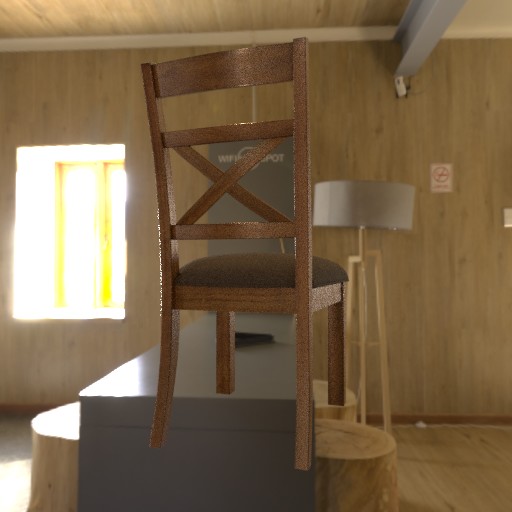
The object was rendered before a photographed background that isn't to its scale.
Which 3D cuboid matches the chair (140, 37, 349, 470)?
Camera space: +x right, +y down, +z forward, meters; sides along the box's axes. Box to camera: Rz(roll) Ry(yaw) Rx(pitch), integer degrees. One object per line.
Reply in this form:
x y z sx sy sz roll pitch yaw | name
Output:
0.000 0.000 1.269 0.470 0.949 0.581 0 -1 18 | chair
